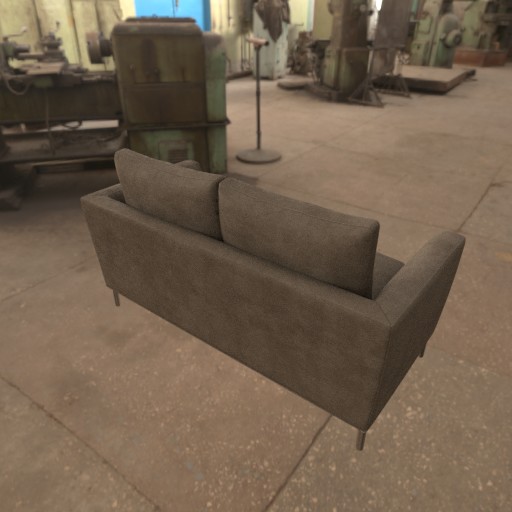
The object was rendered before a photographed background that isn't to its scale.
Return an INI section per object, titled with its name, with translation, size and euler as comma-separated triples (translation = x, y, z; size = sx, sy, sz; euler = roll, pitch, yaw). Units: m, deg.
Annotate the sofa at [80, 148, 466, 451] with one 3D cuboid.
[sofa]
translation = 0.000, 0.000, 2.364
size = 1.832, 1.013, 0.855
euler = 21, 36, 32
